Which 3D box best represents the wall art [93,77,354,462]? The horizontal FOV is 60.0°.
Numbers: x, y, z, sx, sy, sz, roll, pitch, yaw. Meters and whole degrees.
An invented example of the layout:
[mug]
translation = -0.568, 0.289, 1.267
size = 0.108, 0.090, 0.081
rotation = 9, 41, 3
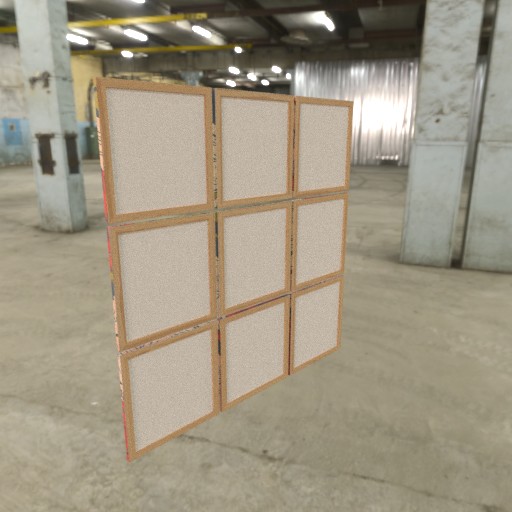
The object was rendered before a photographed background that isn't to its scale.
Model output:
[wall art]
translation = 0.000, 0.000, 1.312
size = 0.904, 0.913, 0.013
rotation = -14, 21, -42
